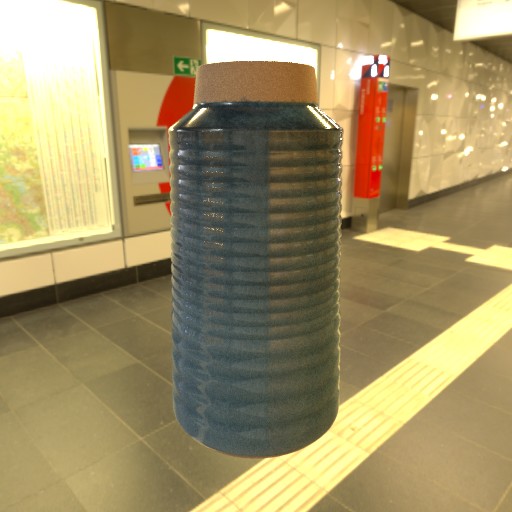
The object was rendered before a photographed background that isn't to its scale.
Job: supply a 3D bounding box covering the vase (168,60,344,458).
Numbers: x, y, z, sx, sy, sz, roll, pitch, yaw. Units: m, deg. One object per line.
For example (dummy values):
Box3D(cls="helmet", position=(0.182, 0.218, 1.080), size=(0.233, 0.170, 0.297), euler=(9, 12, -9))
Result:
Box3D(cls="vase", position=(0.000, 0.000, 0.403), size=(0.163, 0.316, 0.163), euler=(0, 16, 0))
